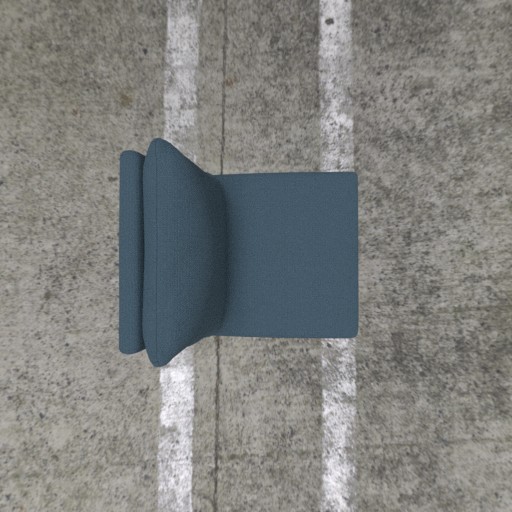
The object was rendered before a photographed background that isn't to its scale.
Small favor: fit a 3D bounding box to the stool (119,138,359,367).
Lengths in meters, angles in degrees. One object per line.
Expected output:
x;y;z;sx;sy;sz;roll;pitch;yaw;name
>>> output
0.000;0.000;1.403;0.568;1.124;0.463;0;89;0;stool
